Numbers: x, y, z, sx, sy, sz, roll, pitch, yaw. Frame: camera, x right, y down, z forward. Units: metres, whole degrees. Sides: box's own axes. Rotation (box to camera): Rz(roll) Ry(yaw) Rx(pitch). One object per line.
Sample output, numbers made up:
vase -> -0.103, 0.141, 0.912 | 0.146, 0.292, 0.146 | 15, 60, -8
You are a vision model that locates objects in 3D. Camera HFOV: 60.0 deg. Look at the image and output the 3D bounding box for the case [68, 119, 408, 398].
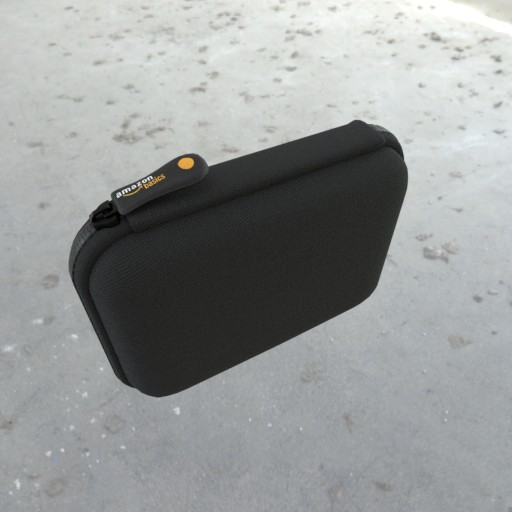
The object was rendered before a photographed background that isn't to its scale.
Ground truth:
case -> 0.000, 0.000, 0.177 | 0.132, 0.105, 0.038 | -22, 50, -20
